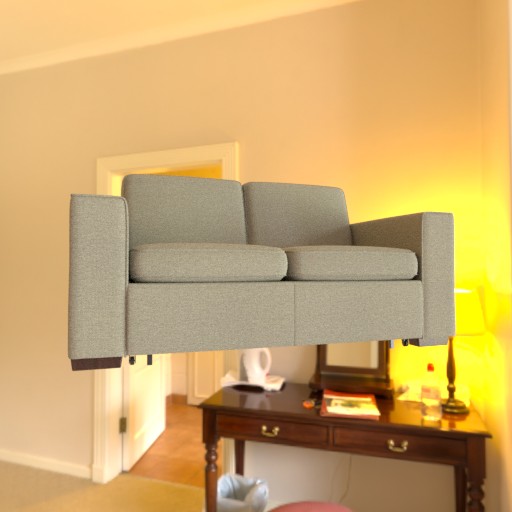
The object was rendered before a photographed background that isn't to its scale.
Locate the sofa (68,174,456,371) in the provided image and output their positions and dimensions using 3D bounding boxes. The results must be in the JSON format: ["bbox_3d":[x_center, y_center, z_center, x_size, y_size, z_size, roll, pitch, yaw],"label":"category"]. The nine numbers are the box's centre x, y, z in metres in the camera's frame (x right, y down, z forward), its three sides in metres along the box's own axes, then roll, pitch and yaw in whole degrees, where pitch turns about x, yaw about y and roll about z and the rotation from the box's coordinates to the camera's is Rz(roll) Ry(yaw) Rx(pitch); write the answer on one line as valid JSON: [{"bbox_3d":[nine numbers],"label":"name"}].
[{"bbox_3d":[0.000,0.000,2.404,1.812,0.924,1.007,1,-2,-19],"label":"sofa"}]
